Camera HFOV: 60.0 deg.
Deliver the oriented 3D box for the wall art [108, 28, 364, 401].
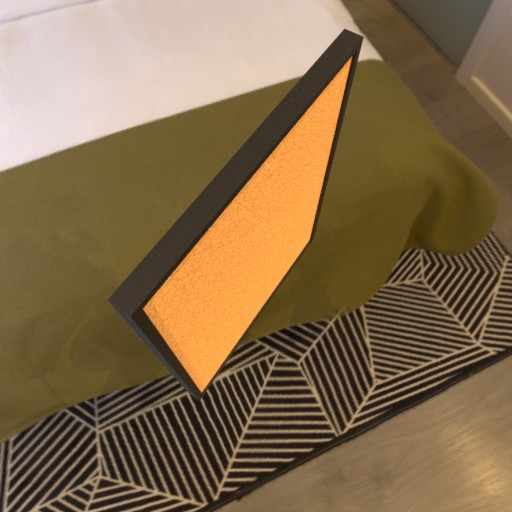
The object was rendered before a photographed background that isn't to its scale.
[{"bbox_3d":[0.000,0.000,0.748,0.029,0.559,0.457,31,68,14],"label":"wall art"}]
